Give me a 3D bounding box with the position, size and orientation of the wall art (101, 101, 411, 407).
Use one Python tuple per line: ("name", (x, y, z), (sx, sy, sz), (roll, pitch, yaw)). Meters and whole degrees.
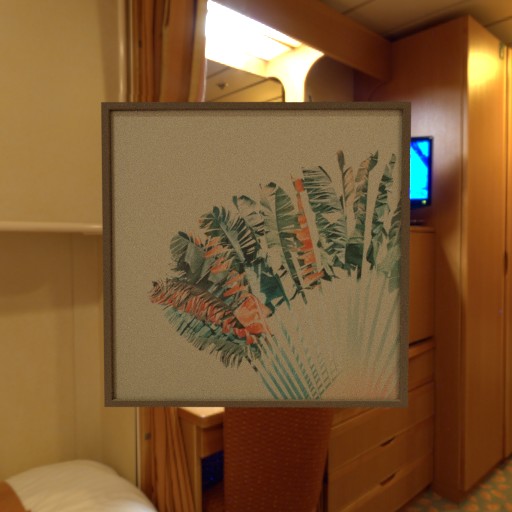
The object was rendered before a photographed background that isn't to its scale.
("wall art", (0.000, 0.000, 1.119), (0.761, 0.758, 0.038), (0, 2, 0))
